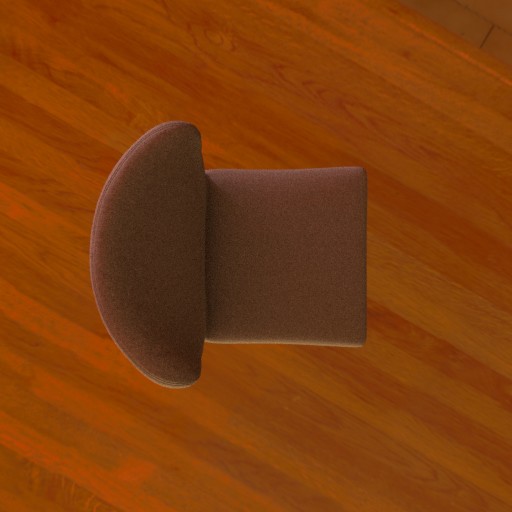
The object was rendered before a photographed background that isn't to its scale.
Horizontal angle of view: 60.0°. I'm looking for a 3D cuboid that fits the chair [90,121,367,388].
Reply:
[{"bbox_3d":[0.000,0.000,1.177,0.592,0.839,0.491,0,90,-1],"label":"chair"}]
